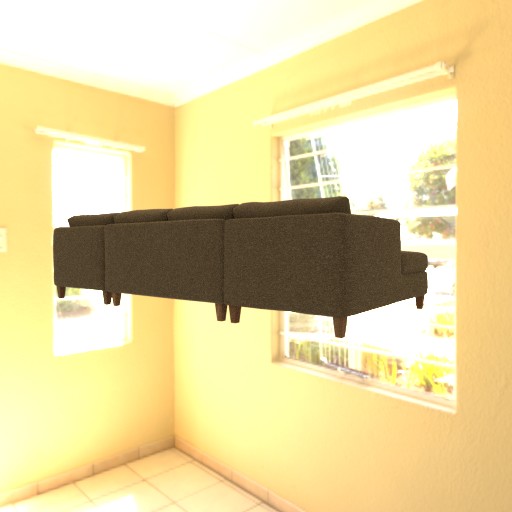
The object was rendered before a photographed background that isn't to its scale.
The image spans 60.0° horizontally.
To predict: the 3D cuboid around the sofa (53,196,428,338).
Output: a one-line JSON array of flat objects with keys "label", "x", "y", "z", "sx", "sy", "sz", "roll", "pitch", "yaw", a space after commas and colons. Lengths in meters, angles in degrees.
[{"label": "sofa", "x": 0.000, "y": 0.000, "z": 4.444, "sx": 3.238, "sy": 0.853, "sz": 2.551, "roll": 1, "pitch": 2, "yaw": 38}]
